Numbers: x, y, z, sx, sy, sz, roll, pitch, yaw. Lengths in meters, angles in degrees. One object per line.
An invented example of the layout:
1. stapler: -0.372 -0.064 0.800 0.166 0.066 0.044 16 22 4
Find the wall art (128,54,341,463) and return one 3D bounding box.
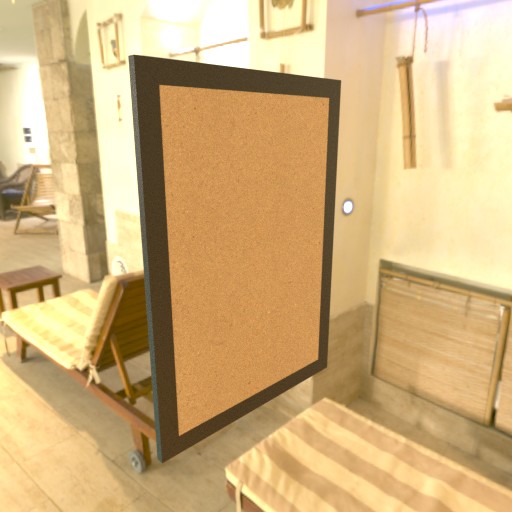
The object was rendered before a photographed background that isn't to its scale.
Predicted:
1. wall art: 0.000 0.000 0.686 0.381 0.534 0.013 -15 22 -42
